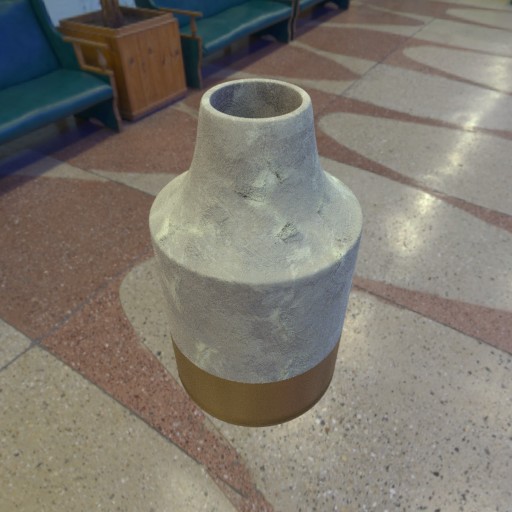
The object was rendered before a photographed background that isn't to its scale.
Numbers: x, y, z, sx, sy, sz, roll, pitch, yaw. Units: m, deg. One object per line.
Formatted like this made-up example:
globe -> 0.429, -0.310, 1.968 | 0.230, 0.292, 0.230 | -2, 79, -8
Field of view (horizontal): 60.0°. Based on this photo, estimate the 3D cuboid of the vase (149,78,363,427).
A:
vase -> 0.000, 0.000, 0.420 | 0.184, 0.305, 0.184 | 0, 42, 0
